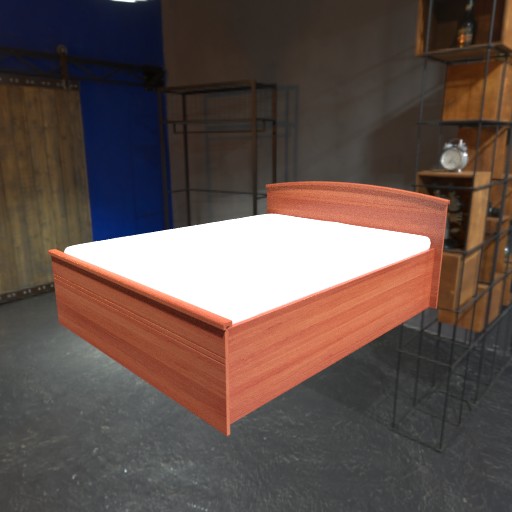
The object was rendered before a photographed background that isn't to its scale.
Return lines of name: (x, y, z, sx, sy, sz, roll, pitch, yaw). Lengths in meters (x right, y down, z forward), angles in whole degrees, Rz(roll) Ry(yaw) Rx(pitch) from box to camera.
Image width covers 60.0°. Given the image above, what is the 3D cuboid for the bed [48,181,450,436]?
bed: (0.000, 0.000, 2.968, 1.683, 0.848, 2.053, 14, 20, 43)
